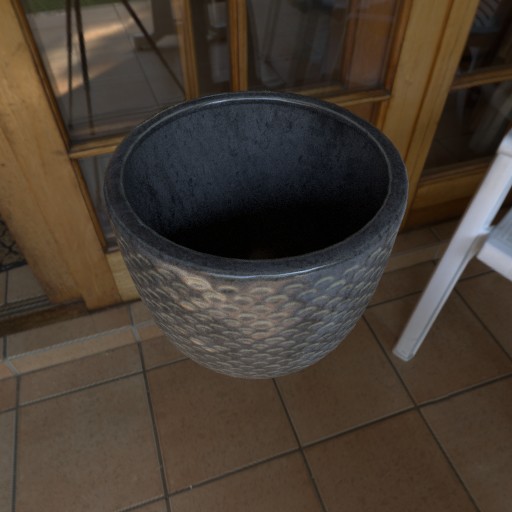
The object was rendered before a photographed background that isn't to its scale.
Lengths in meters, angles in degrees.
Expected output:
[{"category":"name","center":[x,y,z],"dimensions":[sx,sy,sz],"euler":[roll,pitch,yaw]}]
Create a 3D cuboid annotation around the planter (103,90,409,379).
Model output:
[{"category":"planter","center":[0.000,0.000,0.311],"dimensions":[0.172,0.160,0.172],"euler":[0,47,0]}]
